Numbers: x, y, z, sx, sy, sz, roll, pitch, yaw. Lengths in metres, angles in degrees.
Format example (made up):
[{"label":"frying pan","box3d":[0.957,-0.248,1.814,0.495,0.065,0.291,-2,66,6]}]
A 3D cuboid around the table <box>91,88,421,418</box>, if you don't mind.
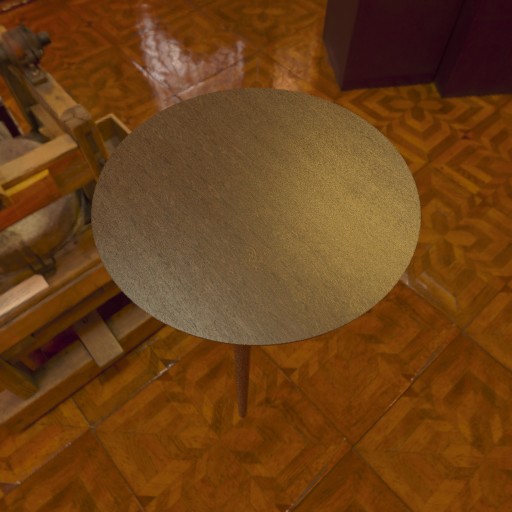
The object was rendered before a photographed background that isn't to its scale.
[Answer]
[{"label":"table","box3d":[0.000,0.000,1.774,1.053,0.786,1.053,0,58,0]}]
